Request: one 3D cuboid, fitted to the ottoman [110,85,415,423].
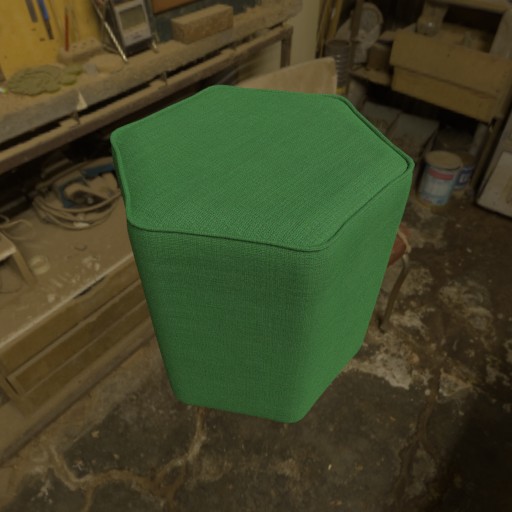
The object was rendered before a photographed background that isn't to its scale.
[{"bbox_3d":[0.000,0.000,0.875,0.444,0.507,0.499,32,53,28],"label":"ottoman"}]
